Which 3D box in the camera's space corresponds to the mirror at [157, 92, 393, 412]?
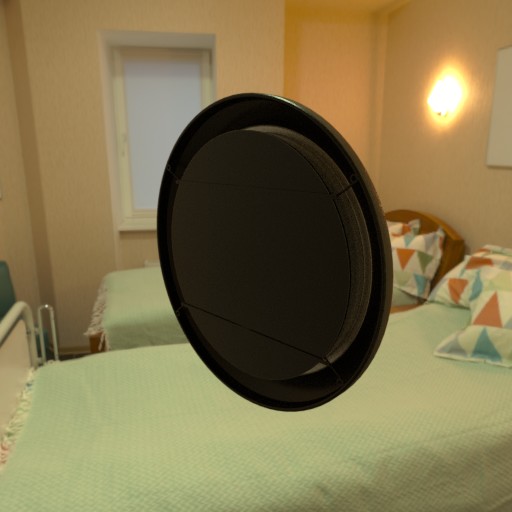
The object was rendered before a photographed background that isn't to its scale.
[{"bbox_3d":[0.000,0.000,1.319,0.111,0.907,0.907,-14,19,-43],"label":"mirror"}]
